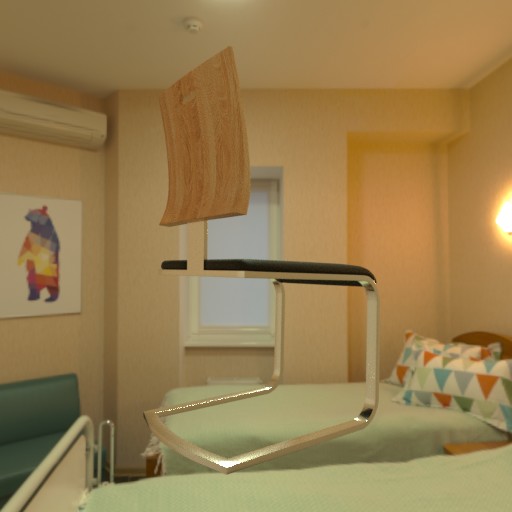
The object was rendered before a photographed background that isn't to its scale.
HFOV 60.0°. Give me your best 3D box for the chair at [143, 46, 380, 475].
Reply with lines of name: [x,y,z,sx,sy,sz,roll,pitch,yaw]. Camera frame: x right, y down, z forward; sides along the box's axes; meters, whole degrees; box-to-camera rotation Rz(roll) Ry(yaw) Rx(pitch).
chair: [0.000,0.000,1.267,0.560,0.936,0.462,1,-2,-37]
